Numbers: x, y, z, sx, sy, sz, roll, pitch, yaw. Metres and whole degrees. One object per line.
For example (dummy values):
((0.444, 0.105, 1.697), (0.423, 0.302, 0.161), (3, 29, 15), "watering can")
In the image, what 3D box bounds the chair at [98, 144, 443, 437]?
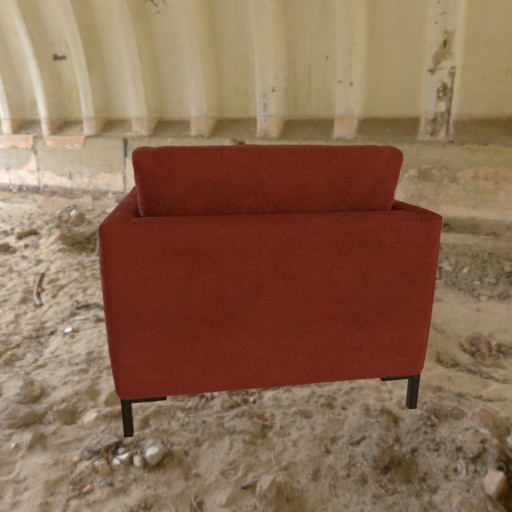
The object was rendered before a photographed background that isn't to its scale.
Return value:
((0.000, 0.000, 1.634), (0.964, 0.812, 0.875), (-2, 16, -9), "chair")
